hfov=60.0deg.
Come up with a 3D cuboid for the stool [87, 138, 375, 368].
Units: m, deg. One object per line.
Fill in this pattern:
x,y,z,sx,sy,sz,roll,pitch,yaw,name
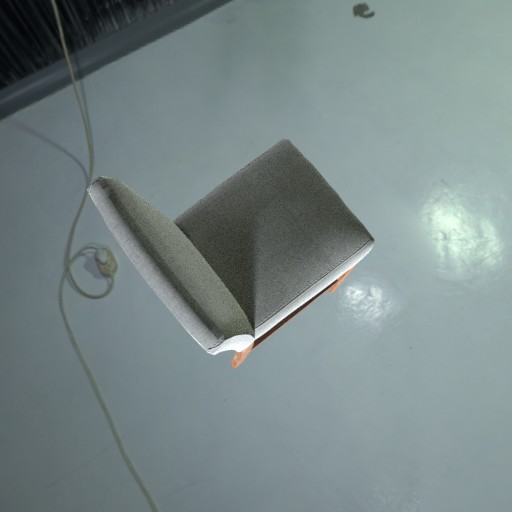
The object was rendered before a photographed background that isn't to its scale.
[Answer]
0.000,0.000,1.397,0.570,1.088,0.439,-37,78,-10,stool
